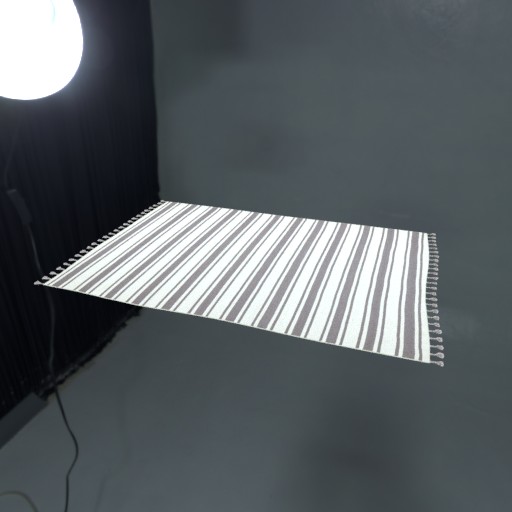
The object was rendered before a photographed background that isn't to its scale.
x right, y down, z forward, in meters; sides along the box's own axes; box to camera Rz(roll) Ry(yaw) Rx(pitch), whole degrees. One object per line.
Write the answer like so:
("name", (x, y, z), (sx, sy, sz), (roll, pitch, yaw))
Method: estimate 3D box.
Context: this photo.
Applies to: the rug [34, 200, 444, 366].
("rug", (0.000, 0.000, 3.890), (3.040, 0.017, 2.030), (9, 28, 17))
